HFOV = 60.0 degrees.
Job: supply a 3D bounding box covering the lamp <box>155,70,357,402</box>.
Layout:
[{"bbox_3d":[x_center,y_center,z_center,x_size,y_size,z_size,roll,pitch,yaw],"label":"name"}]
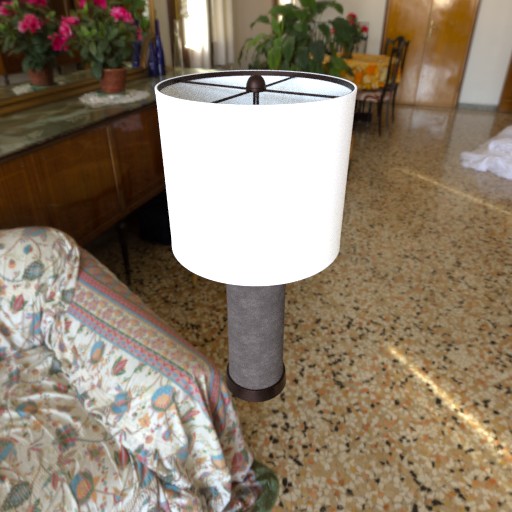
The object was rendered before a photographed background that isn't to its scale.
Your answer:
[{"bbox_3d":[0.000,0.000,0.823,0.301,0.630,0.301,-8,31,-13],"label":"lamp"}]
